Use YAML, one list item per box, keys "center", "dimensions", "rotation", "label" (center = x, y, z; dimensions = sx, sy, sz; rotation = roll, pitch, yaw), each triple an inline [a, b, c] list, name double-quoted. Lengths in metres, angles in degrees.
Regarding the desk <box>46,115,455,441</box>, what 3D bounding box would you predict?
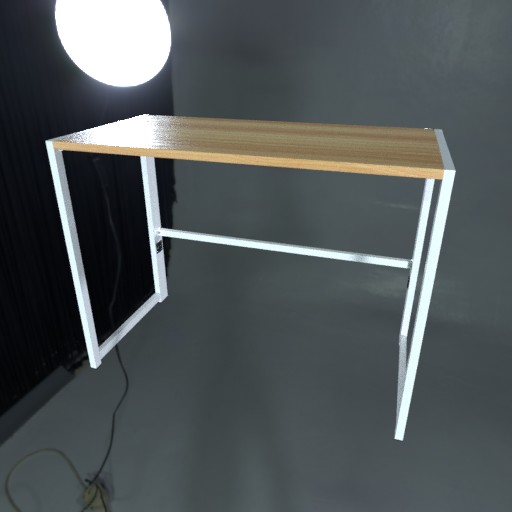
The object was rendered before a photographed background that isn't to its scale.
- center: [0.000, 0.000, 1.418]
  dimensions: [1.016, 0.762, 0.508]
  rotation: [8, 27, 16]
  label: "desk"
